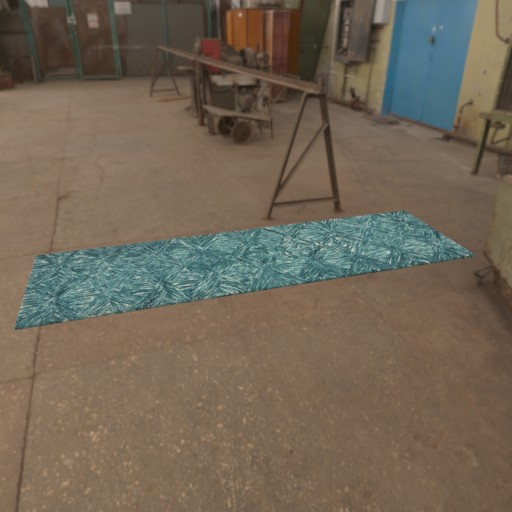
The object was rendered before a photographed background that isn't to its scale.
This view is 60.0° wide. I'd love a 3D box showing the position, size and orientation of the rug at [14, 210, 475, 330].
[{"bbox_3d":[0.000,0.000,2.406,2.286,0.016,0.676,-8,29,-15],"label":"rug"}]
